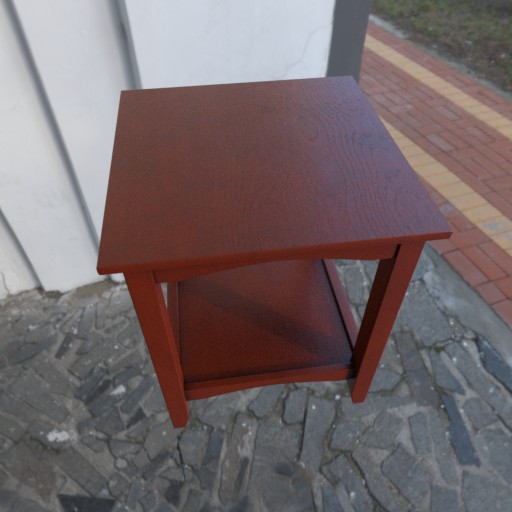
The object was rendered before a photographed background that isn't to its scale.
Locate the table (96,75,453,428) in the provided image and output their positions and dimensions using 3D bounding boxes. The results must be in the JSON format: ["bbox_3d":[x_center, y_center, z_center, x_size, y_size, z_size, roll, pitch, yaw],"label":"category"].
[{"bbox_3d":[0.000,0.000,0.984,0.522,0.558,0.523,-4,47,-4],"label":"table"}]
